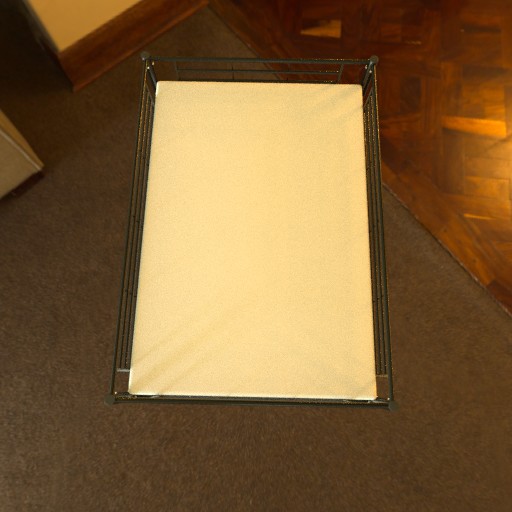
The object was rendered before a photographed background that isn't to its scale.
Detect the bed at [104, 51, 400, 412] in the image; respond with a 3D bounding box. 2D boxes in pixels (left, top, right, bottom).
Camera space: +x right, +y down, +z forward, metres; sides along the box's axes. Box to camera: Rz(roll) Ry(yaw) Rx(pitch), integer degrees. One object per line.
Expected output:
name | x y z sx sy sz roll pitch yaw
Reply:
bed | 0.000 0.000 3.219 1.397 1.803 1.994 1 75 0
